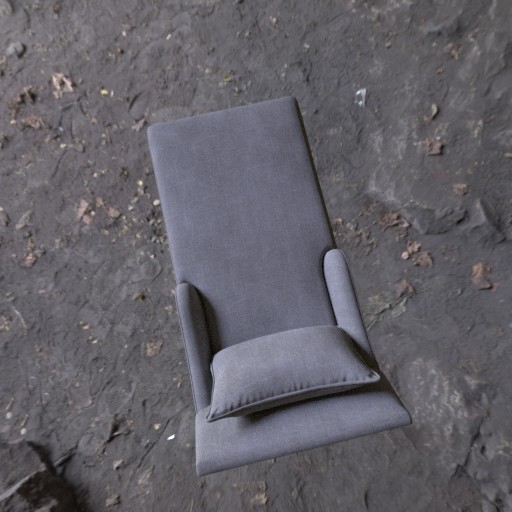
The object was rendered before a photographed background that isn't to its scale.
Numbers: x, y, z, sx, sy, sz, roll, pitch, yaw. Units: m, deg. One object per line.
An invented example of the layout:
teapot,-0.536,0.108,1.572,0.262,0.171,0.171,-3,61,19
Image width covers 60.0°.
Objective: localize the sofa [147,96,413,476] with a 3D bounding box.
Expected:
sofa,0.000,0.000,2.300,0.894,0.859,1.779,-13,78,-3
